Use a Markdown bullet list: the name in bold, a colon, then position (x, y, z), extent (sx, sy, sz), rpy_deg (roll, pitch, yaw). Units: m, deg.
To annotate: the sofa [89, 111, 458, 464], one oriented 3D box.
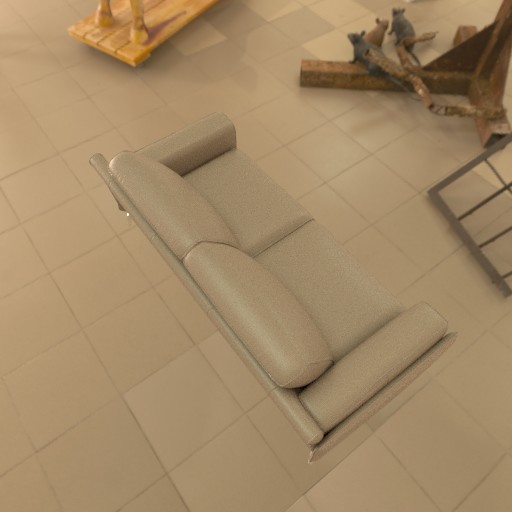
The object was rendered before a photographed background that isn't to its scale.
- **sofa**: position (0.000, 0.000, 2.575), extent (1.049, 0.930, 2.101), rpy_deg (-33, 63, -19)
